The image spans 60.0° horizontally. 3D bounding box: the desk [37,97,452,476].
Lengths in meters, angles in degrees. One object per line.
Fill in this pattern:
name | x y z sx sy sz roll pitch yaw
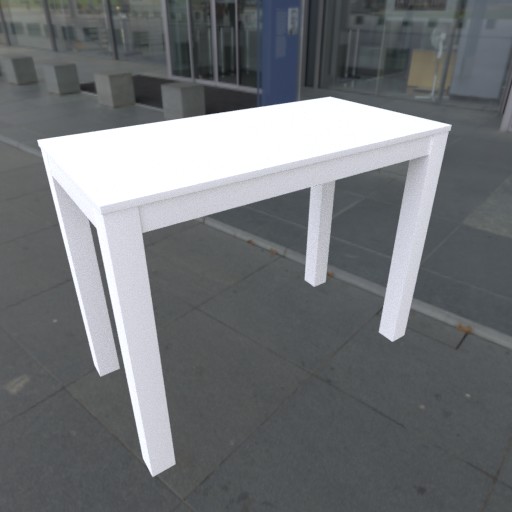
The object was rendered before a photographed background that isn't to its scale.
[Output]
desk | 0.000 0.000 1.369 0.990 0.762 0.497 -19 35 -29
